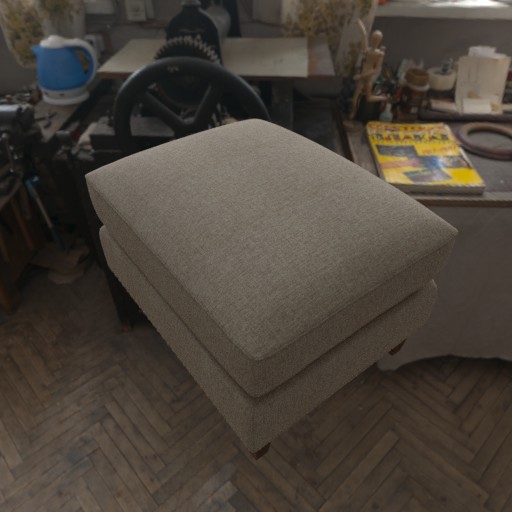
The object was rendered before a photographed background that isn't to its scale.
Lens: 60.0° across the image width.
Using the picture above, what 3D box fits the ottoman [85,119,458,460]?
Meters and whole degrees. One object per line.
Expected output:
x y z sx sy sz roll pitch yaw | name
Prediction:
0.000 0.000 1.166 0.584 0.513 0.741 -27 48 -27 | ottoman
